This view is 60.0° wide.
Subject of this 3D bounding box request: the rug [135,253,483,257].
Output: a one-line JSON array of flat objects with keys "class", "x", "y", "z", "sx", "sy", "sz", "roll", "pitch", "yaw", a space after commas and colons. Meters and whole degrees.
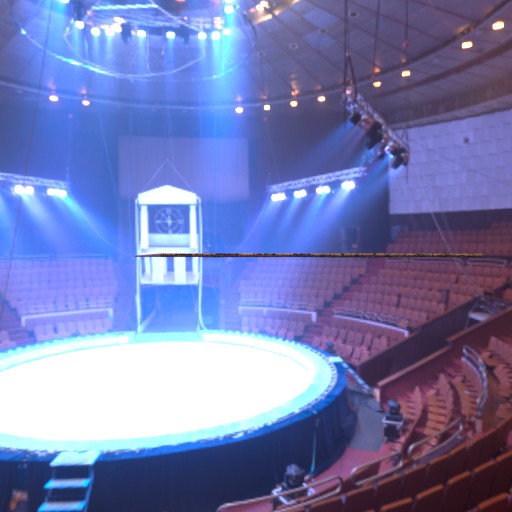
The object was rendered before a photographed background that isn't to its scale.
[{"class": "rug", "x": 0.000, "y": 0.000, "z": 3.052, "sx": 1.524, "sy": 0.015, "sz": 2.439, "roll": 0, "pitch": 0, "yaw": -17}]
